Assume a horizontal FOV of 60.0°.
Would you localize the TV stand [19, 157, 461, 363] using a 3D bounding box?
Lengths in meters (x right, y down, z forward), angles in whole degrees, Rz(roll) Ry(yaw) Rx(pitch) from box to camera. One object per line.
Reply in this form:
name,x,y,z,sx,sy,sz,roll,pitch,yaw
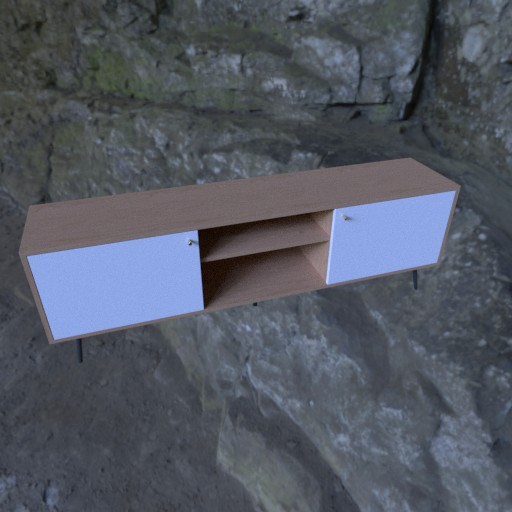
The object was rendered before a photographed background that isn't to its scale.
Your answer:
TV stand,0.000,0.000,1.986,1.760,0.580,0.400,-10,34,-15
